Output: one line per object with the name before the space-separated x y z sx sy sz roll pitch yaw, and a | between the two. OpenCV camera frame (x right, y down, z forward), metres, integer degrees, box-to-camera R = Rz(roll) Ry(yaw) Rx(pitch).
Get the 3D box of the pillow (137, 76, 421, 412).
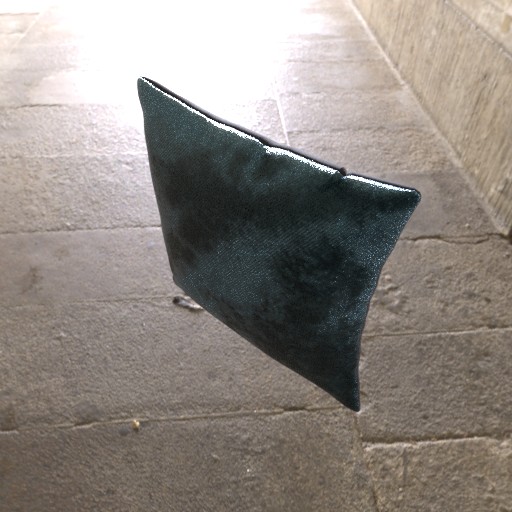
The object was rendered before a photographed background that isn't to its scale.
pillow | 0.000 0.000 0.656 0.436 0.430 0.138 31 53 27
